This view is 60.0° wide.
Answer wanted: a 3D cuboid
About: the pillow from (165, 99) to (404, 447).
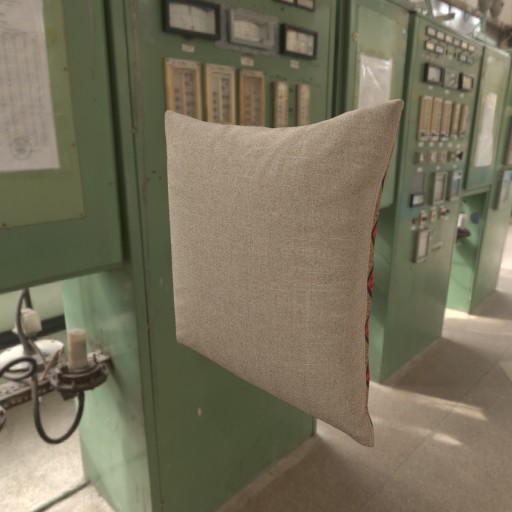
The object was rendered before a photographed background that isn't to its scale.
[{"bbox_3d":[0.000,0.000,0.788,0.158,0.511,0.513,-15,21,-43],"label":"pillow"}]
